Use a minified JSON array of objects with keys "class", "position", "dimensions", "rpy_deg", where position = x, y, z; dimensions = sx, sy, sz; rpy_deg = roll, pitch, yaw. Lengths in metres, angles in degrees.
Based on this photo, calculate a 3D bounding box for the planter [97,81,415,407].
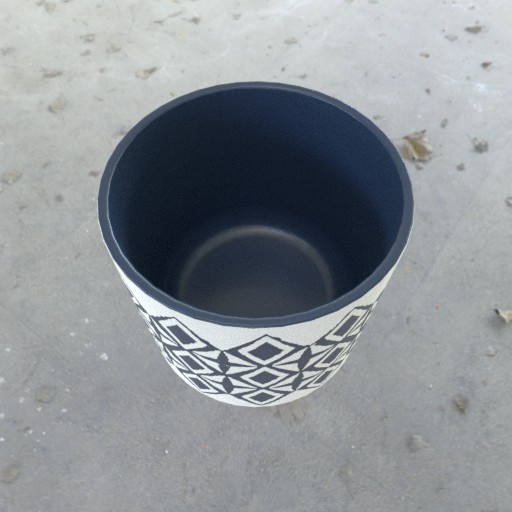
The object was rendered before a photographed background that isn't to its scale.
[{"class":"planter","position":[0.000,0.000,0.400],"dimensions":[0.224,0.203,0.224],"rpy_deg":[0,58,0]}]
